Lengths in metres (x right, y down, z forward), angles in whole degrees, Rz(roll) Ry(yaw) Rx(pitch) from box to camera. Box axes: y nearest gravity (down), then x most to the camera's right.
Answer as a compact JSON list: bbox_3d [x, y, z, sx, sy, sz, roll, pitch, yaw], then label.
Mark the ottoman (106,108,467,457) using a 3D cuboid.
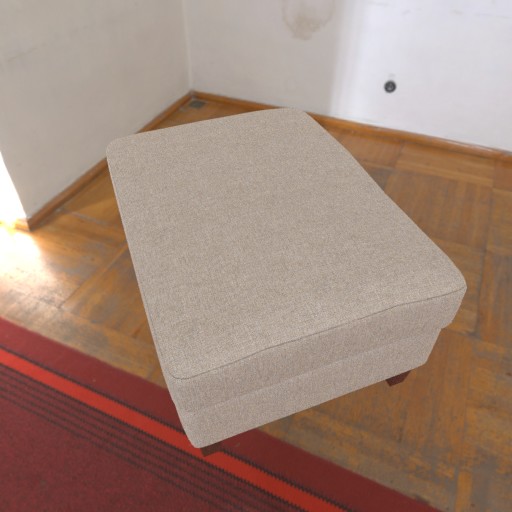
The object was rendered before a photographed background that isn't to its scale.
[{"bbox_3d":[0.000,0.000,1.294,0.677,0.519,0.898,-15,47,-15],"label":"ottoman"}]
